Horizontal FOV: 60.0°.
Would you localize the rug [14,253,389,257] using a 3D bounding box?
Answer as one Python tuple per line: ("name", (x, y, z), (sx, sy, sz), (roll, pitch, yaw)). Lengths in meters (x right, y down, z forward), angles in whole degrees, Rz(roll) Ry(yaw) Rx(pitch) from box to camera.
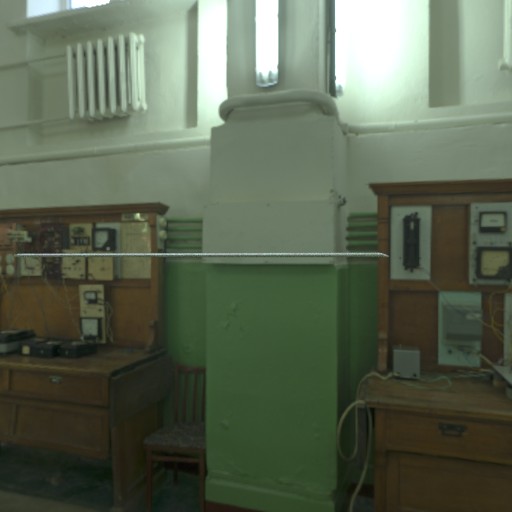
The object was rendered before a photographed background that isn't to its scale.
("rug", (0.000, 0.000, 2.804), (1.598, 0.014, 2.202), (0, 0, 17))
